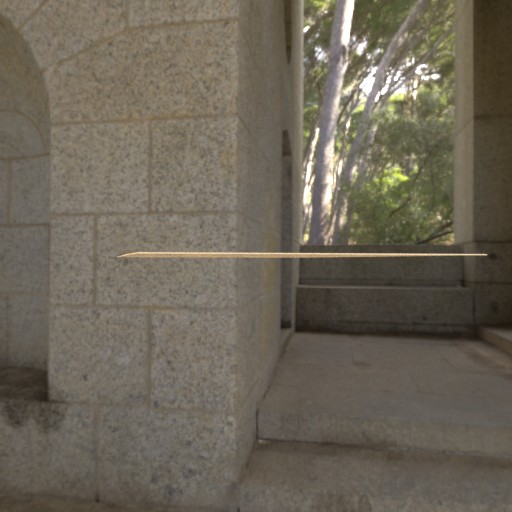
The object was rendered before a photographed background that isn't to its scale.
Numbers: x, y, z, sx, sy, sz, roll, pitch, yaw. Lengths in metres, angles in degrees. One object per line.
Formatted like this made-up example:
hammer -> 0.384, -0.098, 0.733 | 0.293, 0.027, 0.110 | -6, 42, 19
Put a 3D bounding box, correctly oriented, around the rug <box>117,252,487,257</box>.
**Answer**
rug -> 0.000, 0.000, 4.091 | 2.380, 0.008, 2.977 | 0, -1, -19
